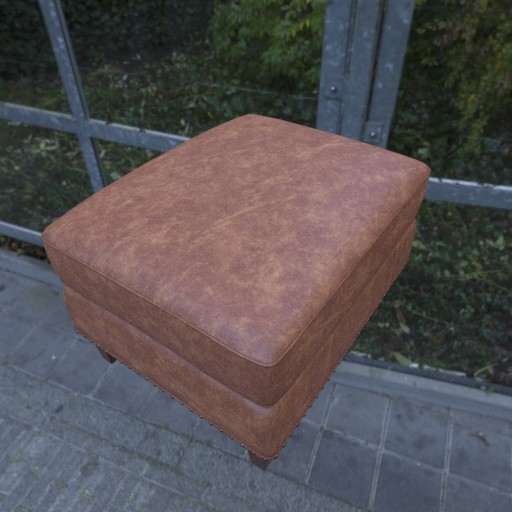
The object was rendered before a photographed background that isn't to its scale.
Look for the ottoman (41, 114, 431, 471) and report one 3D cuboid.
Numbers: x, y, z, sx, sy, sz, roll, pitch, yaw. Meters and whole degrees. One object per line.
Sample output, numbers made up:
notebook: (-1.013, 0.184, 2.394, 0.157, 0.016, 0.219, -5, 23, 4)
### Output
ottoman: (0.000, 0.000, 1.106, 0.586, 0.486, 0.742, 24, 46, 26)
